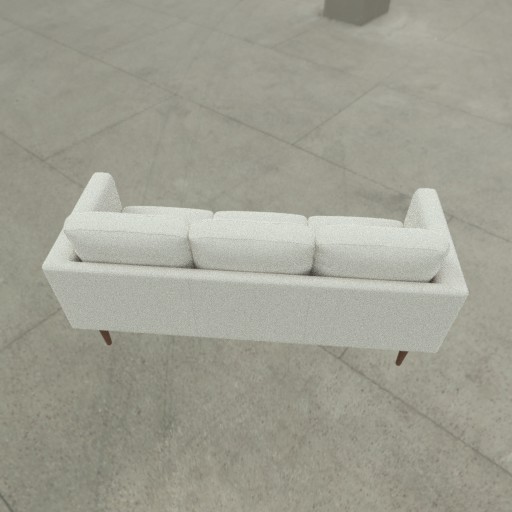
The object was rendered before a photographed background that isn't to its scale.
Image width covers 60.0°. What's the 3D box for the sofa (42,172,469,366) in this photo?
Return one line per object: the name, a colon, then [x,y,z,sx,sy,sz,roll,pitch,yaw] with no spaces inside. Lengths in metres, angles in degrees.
sofa: [0.000,0.000,2.520,2.029,0.912,0.802,3,47,3]
